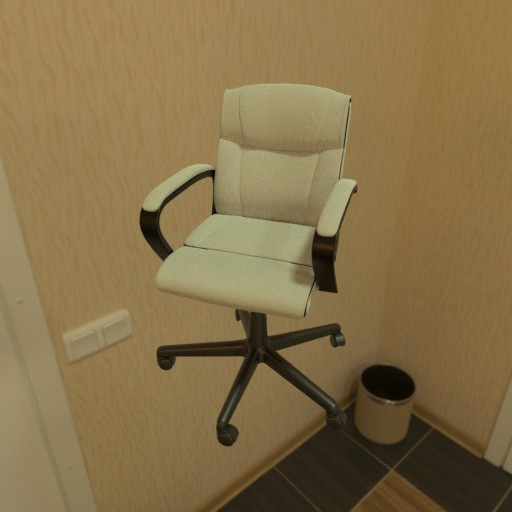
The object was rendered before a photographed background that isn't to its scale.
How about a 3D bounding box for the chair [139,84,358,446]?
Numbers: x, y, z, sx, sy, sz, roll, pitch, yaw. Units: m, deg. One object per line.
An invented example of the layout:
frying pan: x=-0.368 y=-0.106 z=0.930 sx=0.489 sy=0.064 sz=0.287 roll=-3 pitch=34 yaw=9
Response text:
chair: x=0.000 y=0.000 z=1.473 sx=0.739 sy=1.004 sz=0.717 roll=10 pitch=29 yaw=17
